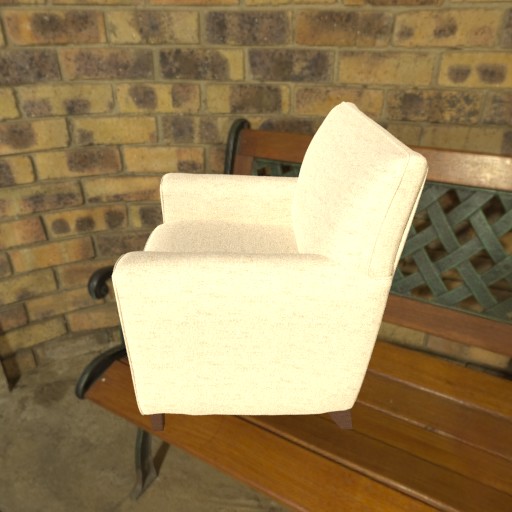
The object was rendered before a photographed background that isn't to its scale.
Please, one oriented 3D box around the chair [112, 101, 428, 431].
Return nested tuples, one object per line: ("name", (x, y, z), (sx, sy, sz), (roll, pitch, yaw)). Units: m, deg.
("chair", (0.000, 0.000, 1.593), (0.823, 0.943, 0.870), (-1, 28, -1))
